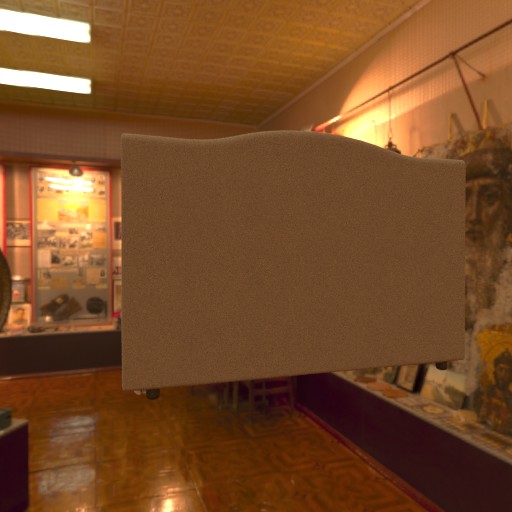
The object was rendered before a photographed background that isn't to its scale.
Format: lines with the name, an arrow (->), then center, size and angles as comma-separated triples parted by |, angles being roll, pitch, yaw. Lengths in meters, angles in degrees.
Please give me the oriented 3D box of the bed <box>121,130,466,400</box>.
bed -> 0.000, 0.000, 3.502 | 2.083, 1.421, 2.182 | 0, 1, -18
